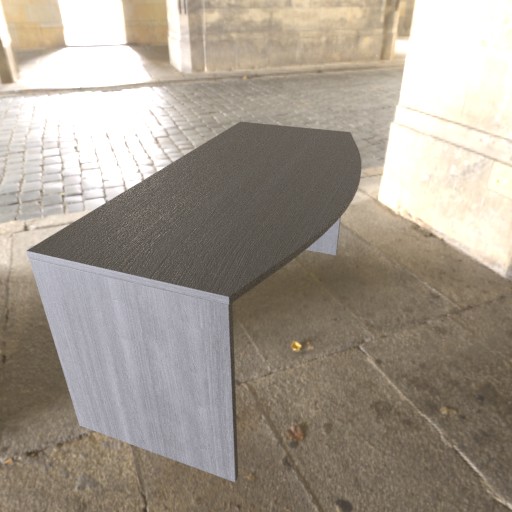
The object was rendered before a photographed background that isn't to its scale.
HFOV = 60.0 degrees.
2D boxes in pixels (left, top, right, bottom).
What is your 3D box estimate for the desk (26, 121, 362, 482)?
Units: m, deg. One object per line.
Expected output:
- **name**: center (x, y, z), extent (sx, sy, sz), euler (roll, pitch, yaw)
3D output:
- **desk**: center (0.000, 0.000, 1.981), extent (0.802, 0.750, 1.600), euler (11, 32, 18)
